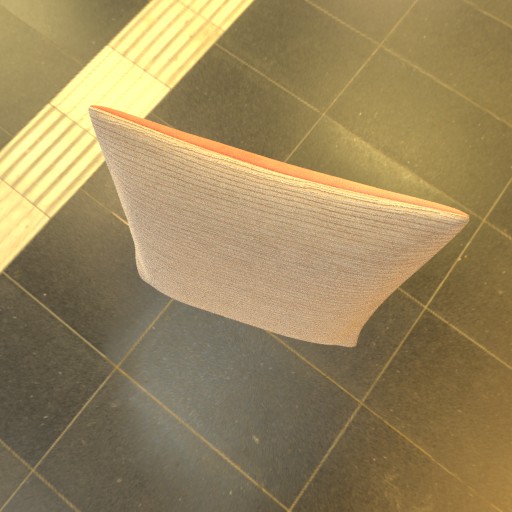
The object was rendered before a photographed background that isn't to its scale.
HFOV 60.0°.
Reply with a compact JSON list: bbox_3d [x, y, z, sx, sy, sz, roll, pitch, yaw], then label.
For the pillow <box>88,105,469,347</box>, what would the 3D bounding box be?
[{"bbox_3d":[0.000,0.000,0.647,0.424,0.401,0.177,17,76,4],"label":"pillow"}]
